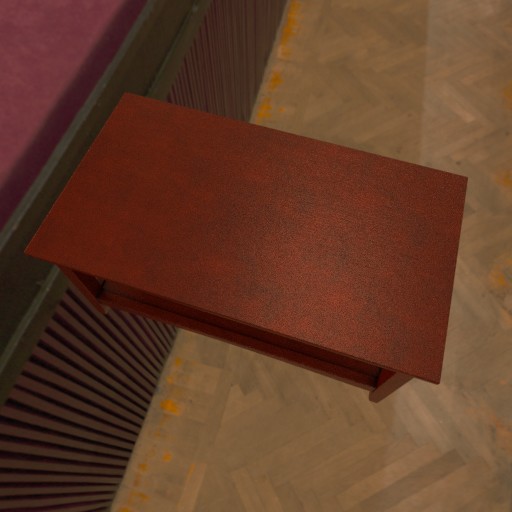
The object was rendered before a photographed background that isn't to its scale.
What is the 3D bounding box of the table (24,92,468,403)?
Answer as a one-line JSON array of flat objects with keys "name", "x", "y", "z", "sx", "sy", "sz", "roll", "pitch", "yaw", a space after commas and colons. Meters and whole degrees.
[{"name": "table", "x": 0.000, "y": 0.000, "z": 1.261, "sx": 0.943, "sy": 0.456, "sz": 0.533, "roll": 16, "pitch": 64, "yaw": 8}]
